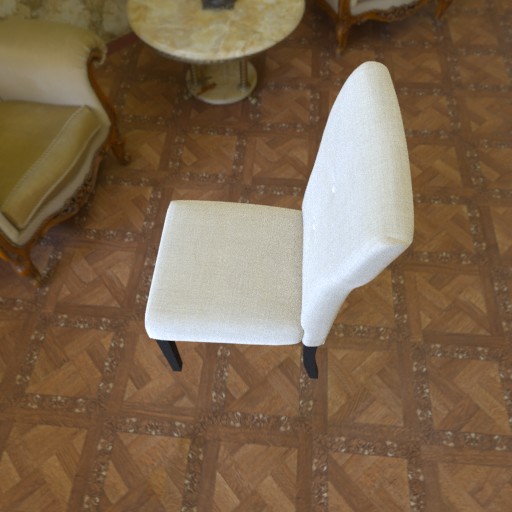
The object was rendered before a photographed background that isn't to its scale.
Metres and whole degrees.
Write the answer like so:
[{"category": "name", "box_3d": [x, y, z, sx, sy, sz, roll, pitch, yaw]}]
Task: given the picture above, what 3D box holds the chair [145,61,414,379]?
[{"category": "chair", "box_3d": [0.000, 0.000, 1.265, 0.597, 0.921, 0.509, 3, 58, 2]}]
